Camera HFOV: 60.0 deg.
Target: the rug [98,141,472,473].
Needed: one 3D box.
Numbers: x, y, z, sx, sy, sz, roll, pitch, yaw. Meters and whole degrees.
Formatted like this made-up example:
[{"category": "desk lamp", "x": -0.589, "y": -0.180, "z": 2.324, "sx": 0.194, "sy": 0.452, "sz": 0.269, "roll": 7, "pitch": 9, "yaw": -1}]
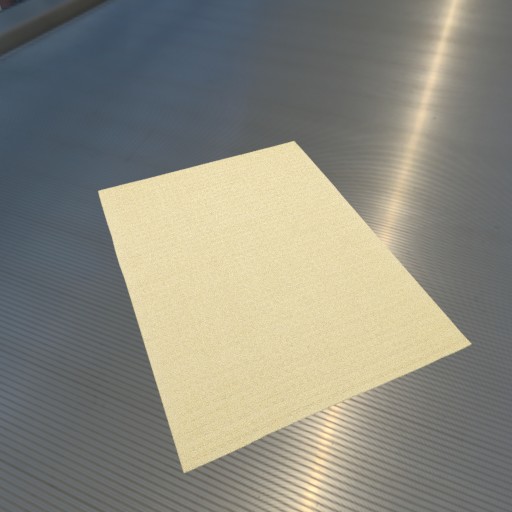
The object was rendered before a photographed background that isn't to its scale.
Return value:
[{"category": "rug", "x": 0.000, "y": 0.000, "z": 4.258, "sx": 2.452, "sy": 0.016, "sz": 3.204, "roll": -18, "pitch": 50, "yaw": -16}]
